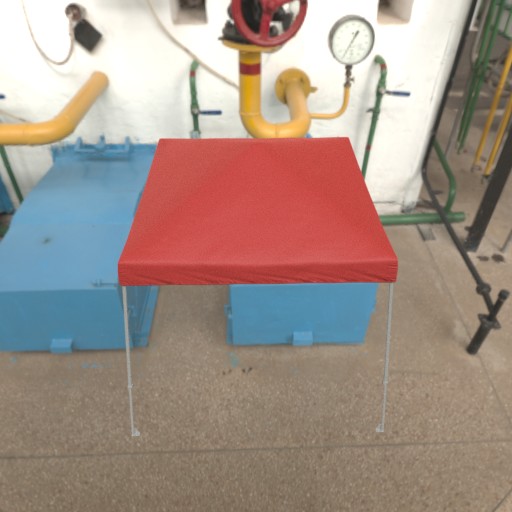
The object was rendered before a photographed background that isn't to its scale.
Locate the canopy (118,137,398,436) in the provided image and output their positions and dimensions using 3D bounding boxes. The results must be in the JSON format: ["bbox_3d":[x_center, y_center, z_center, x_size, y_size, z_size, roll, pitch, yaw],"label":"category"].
[{"bbox_3d":[0.000,0.000,6.533,3.599,3.600,3.600,-1,40,-1],"label":"canopy"}]
